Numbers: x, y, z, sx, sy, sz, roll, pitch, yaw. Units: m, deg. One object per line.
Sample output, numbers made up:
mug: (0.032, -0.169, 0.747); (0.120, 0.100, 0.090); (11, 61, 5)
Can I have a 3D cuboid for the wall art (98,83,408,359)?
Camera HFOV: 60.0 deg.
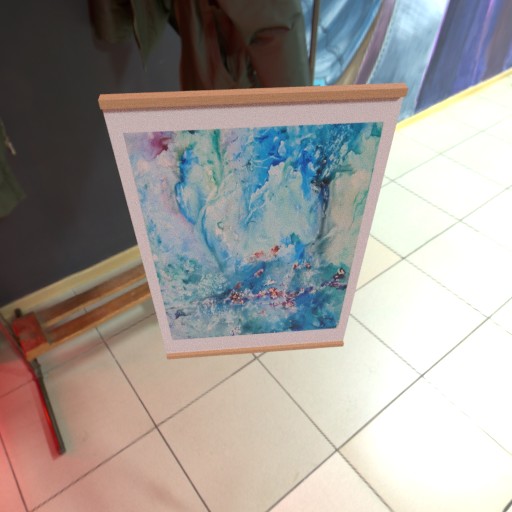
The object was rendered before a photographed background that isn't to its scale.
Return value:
wall art: (0.000, 0.000, 1.964); (0.991, 1.510, 0.040); (-3, 46, -3)
